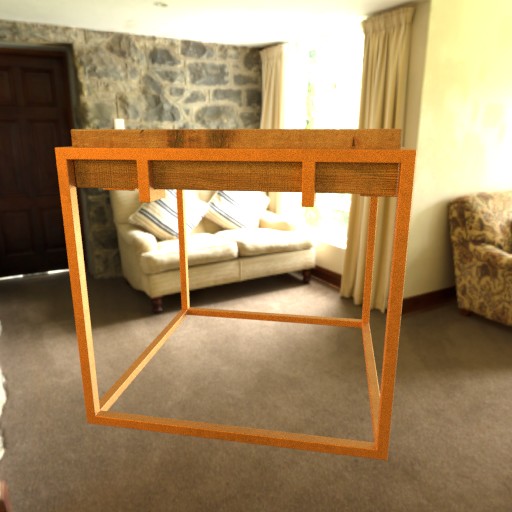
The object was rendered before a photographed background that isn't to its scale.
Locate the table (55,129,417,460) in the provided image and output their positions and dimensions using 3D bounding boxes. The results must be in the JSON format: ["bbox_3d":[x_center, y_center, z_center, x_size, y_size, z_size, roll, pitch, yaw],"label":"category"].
[{"bbox_3d":[0.000,0.000,1.070,0.599,0.584,0.599,3,16,10],"label":"table"}]
